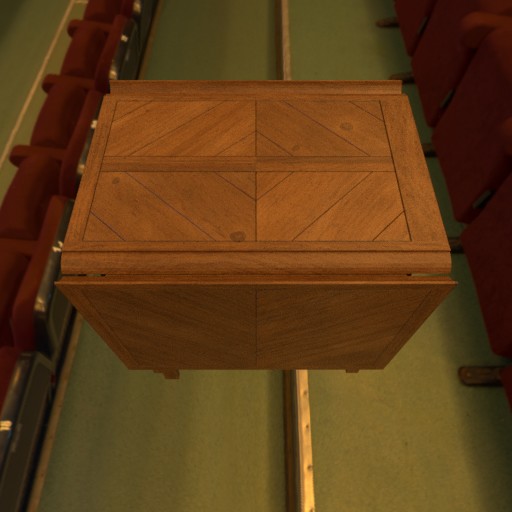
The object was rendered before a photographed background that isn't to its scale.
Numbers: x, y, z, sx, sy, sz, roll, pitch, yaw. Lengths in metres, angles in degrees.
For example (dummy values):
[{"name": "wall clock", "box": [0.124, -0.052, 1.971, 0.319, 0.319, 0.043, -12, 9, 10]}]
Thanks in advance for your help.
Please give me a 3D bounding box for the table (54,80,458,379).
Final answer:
[{"name": "table", "box": [0.000, 0.000, 1.292, 0.746, 0.763, 0.591, 0, 58, 0]}]
